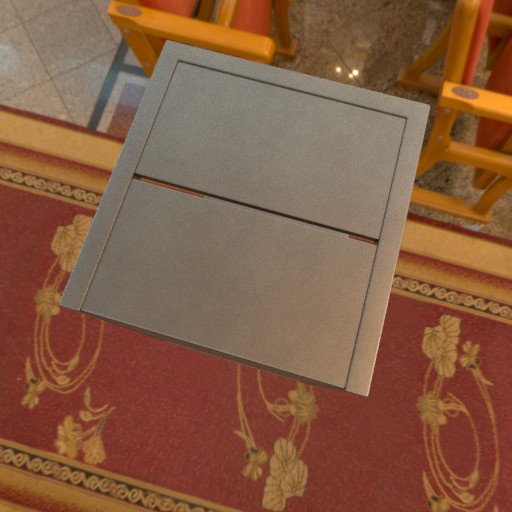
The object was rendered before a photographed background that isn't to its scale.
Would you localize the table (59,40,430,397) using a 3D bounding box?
[{"bbox_3d":[0.000,0.000,0.897,0.405,0.609,0.420,16,76,4],"label":"table"}]
